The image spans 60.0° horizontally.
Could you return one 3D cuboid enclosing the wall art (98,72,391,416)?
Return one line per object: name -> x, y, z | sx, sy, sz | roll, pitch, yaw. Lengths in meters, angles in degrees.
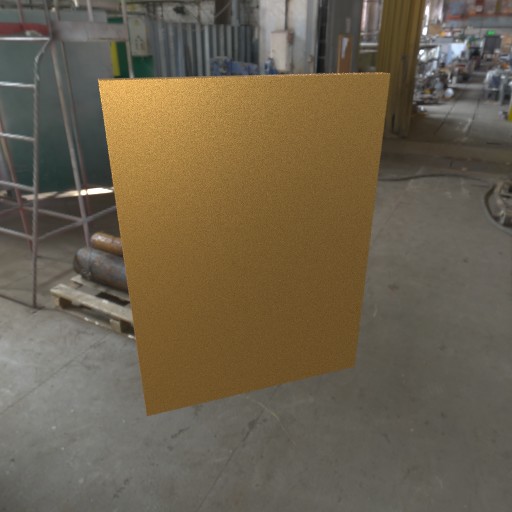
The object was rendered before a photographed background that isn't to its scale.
wall art -> 0.000, 0.000, 1.076 | 0.610, 0.812, 0.038 | -8, 27, -17
